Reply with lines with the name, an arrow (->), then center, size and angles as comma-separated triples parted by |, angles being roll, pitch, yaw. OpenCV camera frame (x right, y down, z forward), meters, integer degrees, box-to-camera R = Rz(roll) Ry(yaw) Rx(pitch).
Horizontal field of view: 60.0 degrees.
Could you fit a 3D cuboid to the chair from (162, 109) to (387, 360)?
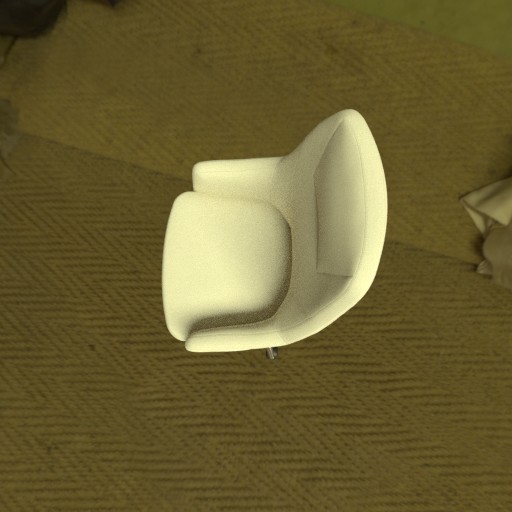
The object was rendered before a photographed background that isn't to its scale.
chair -> 0.000, 0.000, 1.426 | 0.640, 1.049, 0.620 | 0, 75, 0
